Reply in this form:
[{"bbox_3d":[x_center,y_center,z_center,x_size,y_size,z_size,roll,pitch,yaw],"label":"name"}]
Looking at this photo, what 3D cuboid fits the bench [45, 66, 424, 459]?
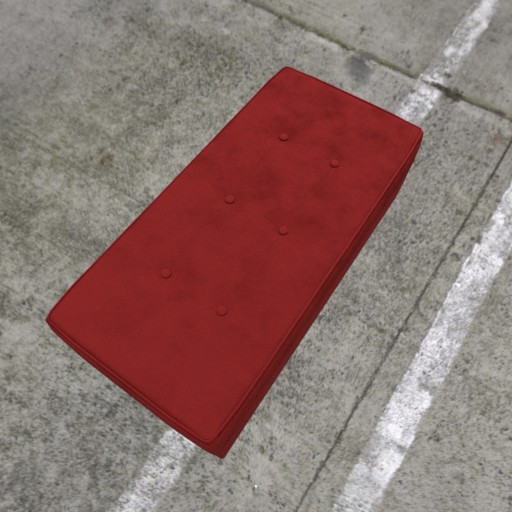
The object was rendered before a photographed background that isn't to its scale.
[{"bbox_3d":[0.000,0.000,1.308,0.492,0.471,1.016,31,67,15],"label":"bench"}]
